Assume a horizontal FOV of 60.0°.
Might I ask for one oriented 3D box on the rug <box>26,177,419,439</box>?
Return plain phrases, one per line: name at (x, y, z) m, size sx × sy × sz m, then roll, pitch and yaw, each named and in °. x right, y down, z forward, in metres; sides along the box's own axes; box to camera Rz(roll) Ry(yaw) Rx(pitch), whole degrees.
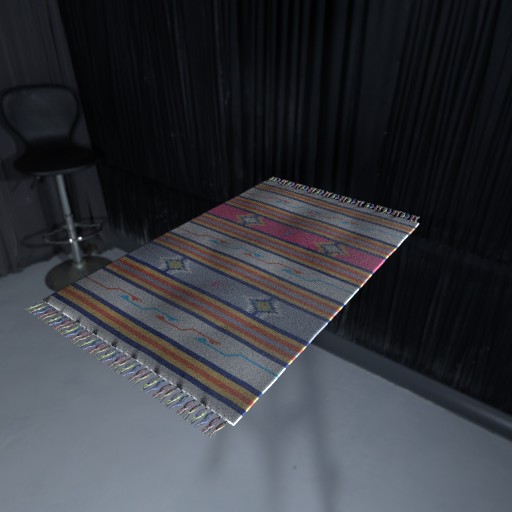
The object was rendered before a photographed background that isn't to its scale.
rug at (0.000, 0.000, 2.239) m, size 1.084 × 0.013 × 1.849 m, roll 22°, pitch 38°, yaw 30°
